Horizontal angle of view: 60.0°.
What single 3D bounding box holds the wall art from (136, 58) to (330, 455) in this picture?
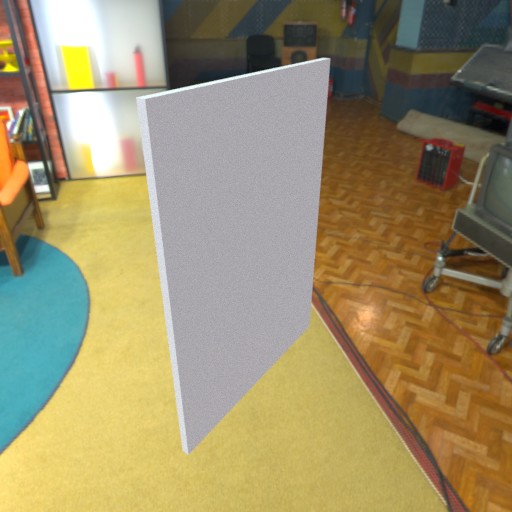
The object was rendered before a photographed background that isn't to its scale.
[{"bbox_3d":[0.000,0.000,0.692,0.013,0.533,0.381,20,36,30],"label":"wall art"}]
